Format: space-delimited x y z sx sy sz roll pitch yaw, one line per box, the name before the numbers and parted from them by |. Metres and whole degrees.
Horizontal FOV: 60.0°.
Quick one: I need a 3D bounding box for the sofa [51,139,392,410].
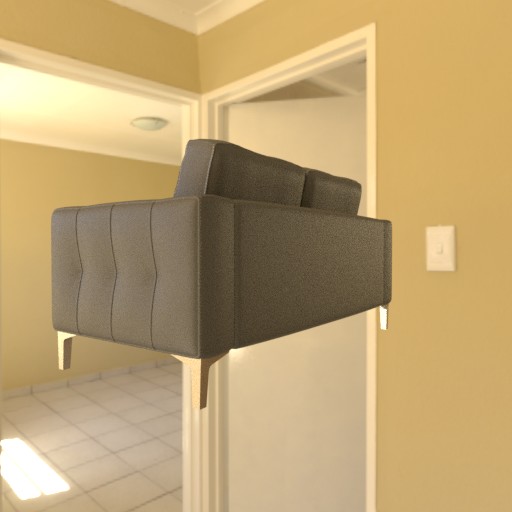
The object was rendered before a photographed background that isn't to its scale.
sofa | 0.000 0.000 2.217 0.833 0.892 1.726 1 1 36
